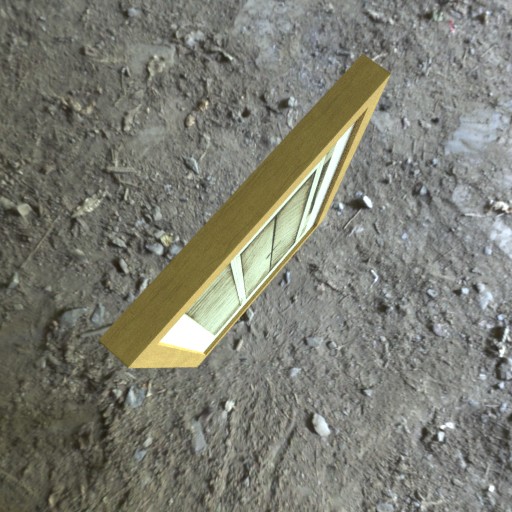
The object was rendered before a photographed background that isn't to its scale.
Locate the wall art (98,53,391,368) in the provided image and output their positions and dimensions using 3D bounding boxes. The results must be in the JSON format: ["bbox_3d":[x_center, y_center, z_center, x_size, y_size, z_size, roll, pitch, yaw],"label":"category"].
[{"bbox_3d":[0.000,0.000,0.526,0.030,0.380,0.312,40,79,9],"label":"wall art"}]
